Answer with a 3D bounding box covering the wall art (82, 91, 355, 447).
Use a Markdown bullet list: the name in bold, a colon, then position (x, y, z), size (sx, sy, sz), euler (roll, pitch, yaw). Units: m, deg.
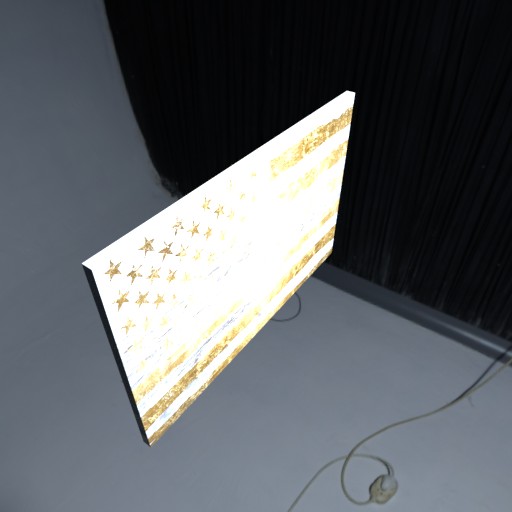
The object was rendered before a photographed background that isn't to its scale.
- **wall art**: position (0.000, 0.000, 1.204), size (0.027, 0.610, 0.932), euler (26, 47, 26)
